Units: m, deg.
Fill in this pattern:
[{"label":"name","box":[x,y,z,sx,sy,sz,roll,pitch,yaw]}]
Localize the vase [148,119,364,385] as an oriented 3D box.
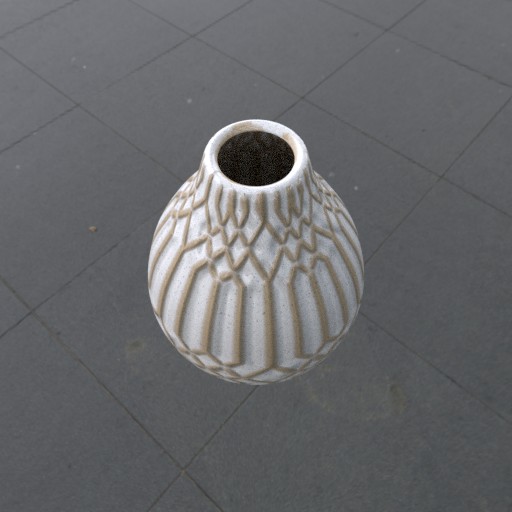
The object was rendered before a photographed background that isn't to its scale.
[{"label":"vase","box":[0.000,0.000,0.314,0.159,0.200,0.159,0,58,0]}]
